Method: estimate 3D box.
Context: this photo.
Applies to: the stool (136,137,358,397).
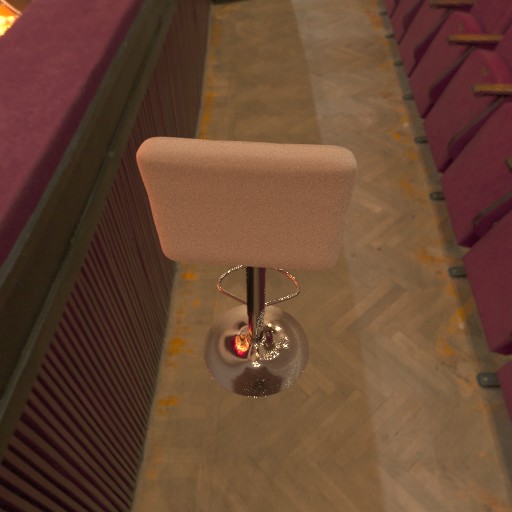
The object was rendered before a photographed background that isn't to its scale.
[{"bbox_3d":[0.000,0.000,1.374,0.430,1.115,0.505,4,49,3],"label":"stool"}]
